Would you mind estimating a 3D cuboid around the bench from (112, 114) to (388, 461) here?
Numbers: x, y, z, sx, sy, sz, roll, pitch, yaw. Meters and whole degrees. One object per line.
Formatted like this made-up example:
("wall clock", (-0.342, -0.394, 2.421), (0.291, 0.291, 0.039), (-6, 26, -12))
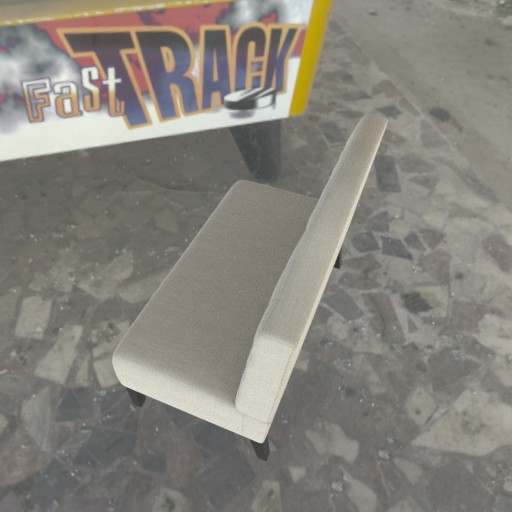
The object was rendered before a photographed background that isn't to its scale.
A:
("bench", (0.000, 0.000, 2.062), (0.815, 1.180, 1.335), (17, 49, 15))
